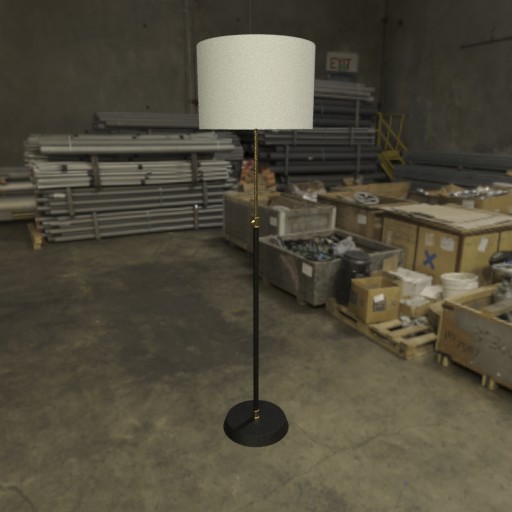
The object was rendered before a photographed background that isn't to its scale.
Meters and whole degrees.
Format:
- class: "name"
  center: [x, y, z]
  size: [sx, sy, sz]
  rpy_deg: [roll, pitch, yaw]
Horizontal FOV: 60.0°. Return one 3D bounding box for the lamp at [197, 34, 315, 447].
- class: "lamp"
  center: [0.000, 0.000, 1.717]
  size: [0.404, 1.517, 0.404]
  rpy_deg: [-7, 17, -25]
